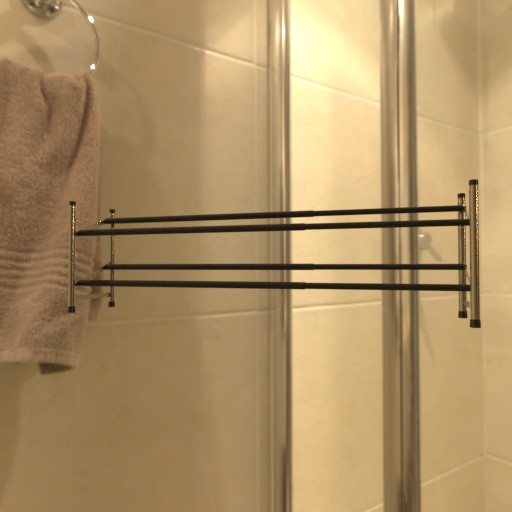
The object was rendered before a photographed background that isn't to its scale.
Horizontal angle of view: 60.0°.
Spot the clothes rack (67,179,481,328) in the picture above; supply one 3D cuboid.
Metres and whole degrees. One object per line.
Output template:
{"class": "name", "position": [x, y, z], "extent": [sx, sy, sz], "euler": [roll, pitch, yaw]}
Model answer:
{"class": "clothes rack", "position": [0.000, 0.000, 1.315], "extent": [1.168, 0.349, 0.229], "euler": [0, -1, 18]}
